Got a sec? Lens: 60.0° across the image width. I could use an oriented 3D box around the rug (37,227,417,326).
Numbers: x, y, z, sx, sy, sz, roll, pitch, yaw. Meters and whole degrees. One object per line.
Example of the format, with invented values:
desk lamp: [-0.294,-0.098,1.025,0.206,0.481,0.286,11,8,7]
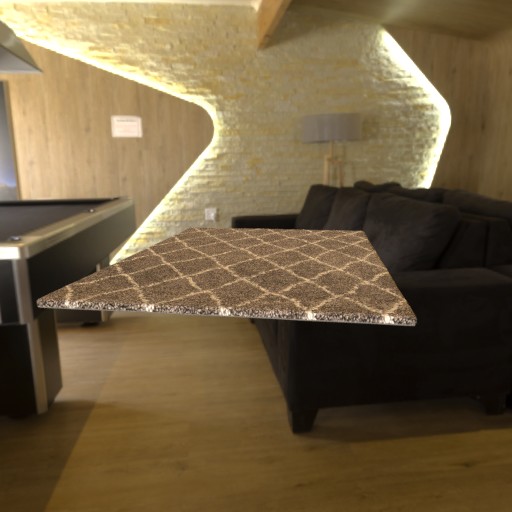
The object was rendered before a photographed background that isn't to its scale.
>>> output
rug: [0.000,0.000,2.242,1.219,0.030,1.778,2,12,8]
